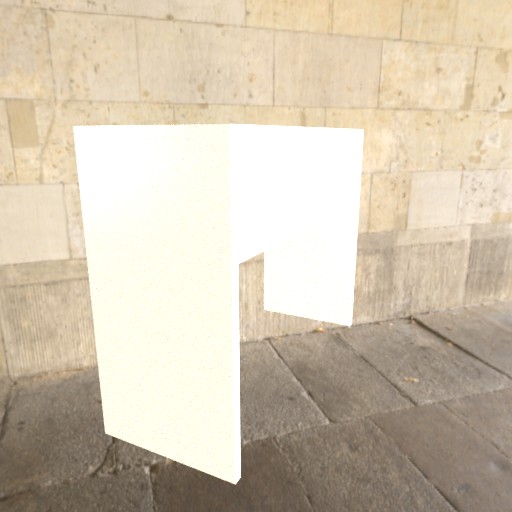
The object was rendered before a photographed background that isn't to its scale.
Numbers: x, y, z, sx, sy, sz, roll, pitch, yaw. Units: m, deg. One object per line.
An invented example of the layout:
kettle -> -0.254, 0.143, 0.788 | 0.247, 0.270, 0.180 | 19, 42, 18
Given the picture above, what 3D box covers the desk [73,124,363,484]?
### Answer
desk -> 0.000, 0.000, 1.427 | 0.400, 0.790, 1.000 | 8, 17, 26
